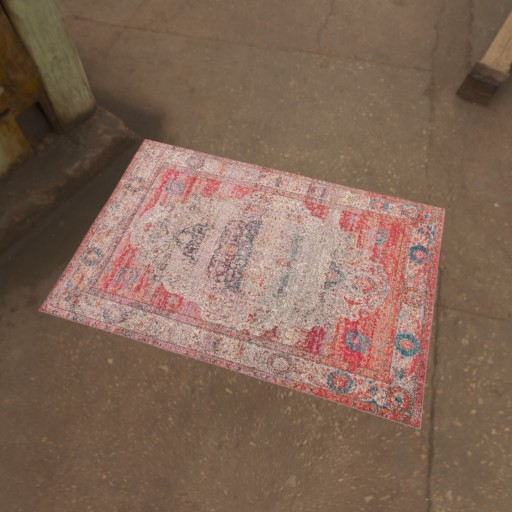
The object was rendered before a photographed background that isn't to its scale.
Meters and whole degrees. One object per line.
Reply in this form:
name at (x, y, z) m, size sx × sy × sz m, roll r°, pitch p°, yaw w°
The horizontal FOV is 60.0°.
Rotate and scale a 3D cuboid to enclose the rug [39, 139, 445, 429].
rug at (0.000, 0.000, 2.307) m, size 1.829 × 0.006 × 1.219 m, roll 15°, pitch 60°, yaw 9°
